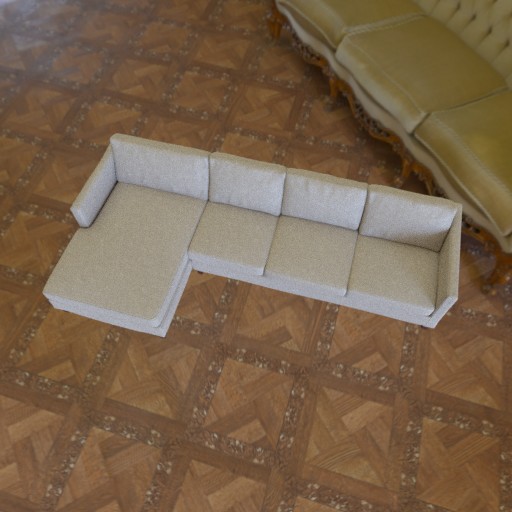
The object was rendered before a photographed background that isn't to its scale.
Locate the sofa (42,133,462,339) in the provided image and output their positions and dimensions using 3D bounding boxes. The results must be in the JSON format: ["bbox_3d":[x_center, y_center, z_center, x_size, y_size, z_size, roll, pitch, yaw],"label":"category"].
[{"bbox_3d":[0.000,0.000,3.756,3.186,0.846,1.625,13,60,8],"label":"sofa"}]
